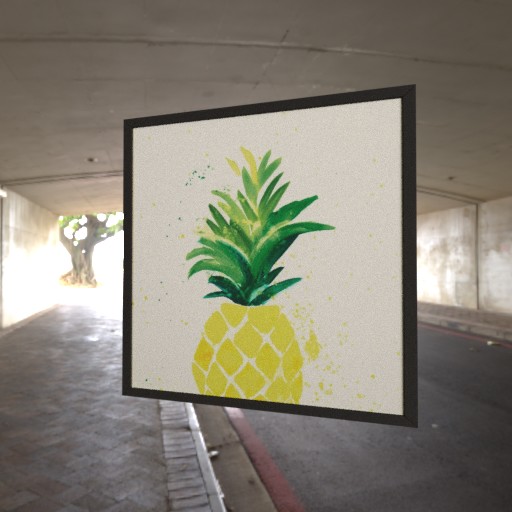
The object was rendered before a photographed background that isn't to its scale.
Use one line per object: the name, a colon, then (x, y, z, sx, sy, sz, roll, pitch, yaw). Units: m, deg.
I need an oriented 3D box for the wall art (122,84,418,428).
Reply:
wall art: (0.000, 0.000, 1.117, 0.762, 0.760, 0.037, 0, -1, 19)
